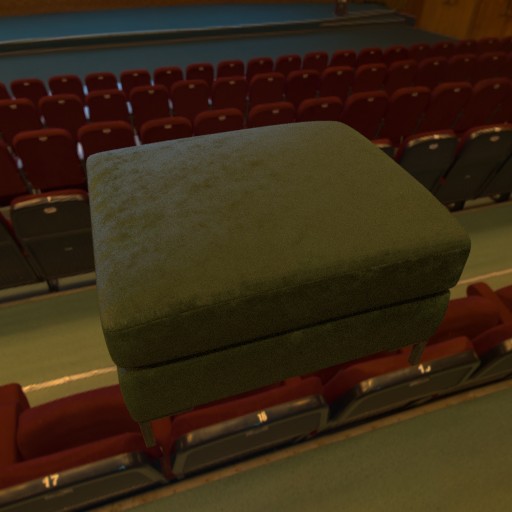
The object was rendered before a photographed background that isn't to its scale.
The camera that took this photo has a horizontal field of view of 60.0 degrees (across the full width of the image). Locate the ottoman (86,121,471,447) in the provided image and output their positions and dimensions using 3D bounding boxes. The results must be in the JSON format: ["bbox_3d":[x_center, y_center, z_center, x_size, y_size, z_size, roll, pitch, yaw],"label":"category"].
[{"bbox_3d":[0.000,0.000,1.283,0.839,0.538,0.701,-12,42,-14],"label":"ottoman"}]
